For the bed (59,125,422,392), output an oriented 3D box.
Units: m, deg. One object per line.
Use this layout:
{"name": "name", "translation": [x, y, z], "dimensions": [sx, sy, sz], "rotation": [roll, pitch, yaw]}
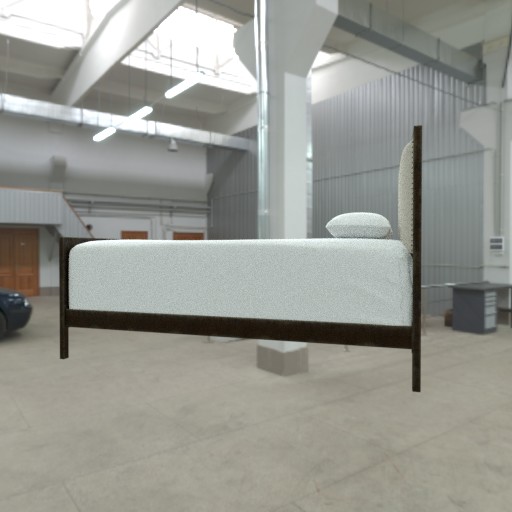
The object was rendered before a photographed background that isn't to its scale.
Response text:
{"name": "bed", "translation": [0.000, 0.000, 3.279], "dimensions": [2.221, 1.313, 1.607], "rotation": [0, 1, 18]}
